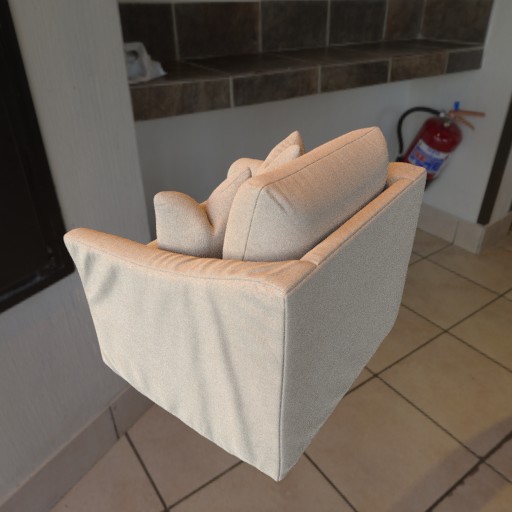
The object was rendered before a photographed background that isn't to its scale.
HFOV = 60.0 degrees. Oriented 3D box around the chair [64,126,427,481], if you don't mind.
[{"bbox_3d":[0.000,0.000,2.000,1.071,1.093,1.194,20,36,30],"label":"chair"}]
